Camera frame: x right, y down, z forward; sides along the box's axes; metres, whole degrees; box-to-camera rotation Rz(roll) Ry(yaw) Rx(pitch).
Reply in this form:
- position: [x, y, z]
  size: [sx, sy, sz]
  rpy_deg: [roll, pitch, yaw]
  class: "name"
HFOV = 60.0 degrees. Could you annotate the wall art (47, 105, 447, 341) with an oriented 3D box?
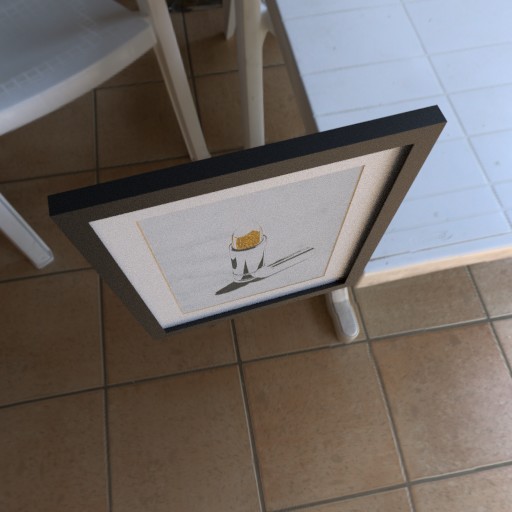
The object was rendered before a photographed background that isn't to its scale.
- position: [0.000, 0.000, 0.531]
  size: [0.330, 0.381, 0.019]
  rpy_deg: [-15, 66, -7]
  class: "wall art"
